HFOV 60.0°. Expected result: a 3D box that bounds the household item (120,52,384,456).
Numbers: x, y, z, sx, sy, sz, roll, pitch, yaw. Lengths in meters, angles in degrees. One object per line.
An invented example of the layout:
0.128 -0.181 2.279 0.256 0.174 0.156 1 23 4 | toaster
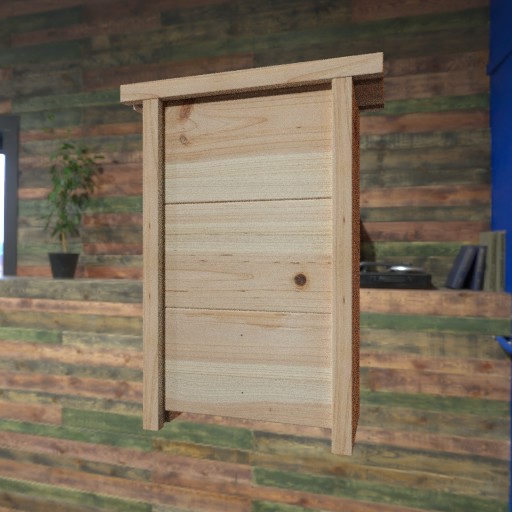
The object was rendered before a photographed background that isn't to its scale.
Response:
0.000 0.000 0.543 0.301 0.407 0.123 0 0 17 | household item
